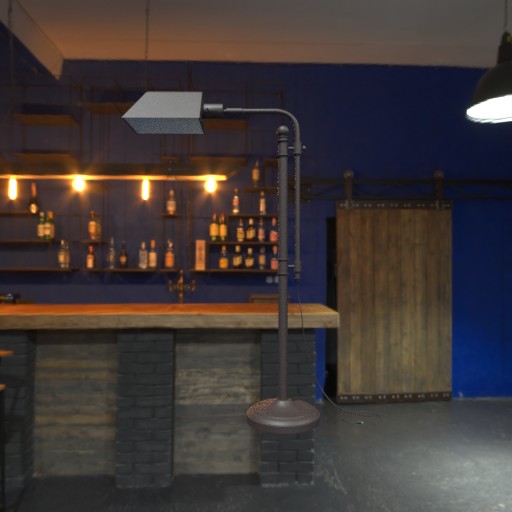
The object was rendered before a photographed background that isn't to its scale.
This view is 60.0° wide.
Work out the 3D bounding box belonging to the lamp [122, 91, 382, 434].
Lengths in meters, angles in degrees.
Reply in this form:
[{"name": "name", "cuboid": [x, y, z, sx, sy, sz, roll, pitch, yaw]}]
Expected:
[{"name": "lamp", "cuboid": [0.000, 0.000, 0.958, 0.545, 0.708, 0.159, 0, 0, -1]}]
